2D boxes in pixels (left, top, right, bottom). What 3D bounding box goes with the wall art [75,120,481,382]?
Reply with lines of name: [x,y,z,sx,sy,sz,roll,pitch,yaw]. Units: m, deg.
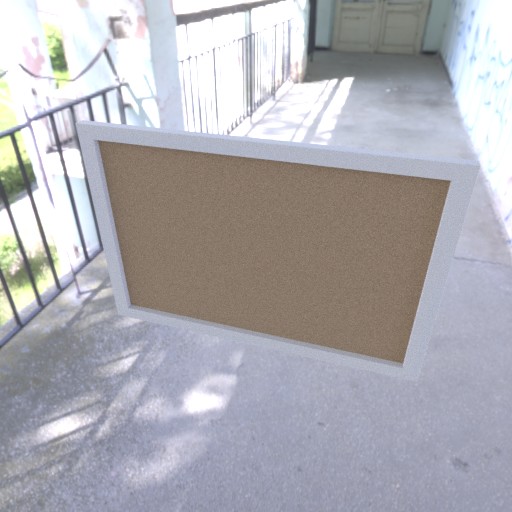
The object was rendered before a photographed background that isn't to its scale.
wall art: [0.000,0.000,1.433,1.144,0.767,0.038,10,35,15]
